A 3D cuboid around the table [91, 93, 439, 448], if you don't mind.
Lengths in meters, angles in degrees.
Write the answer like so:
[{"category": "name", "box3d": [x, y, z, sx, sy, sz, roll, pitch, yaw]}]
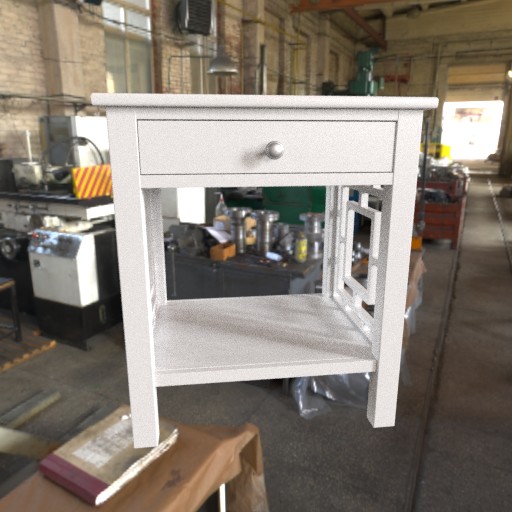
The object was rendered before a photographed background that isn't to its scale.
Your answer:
[{"category": "table", "box3d": [0.000, 0.000, 0.997, 0.564, 0.646, 0.451, -2, 15, -7]}]
